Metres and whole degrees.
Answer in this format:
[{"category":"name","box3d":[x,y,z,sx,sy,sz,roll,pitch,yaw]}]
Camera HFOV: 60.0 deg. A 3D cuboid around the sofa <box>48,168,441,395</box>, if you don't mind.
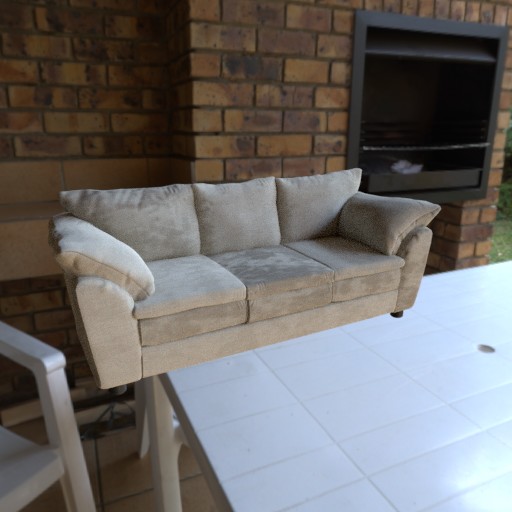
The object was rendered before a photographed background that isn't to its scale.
[{"category":"sofa","box3d":[0.000,0.000,2.824,2.377,0.981,0.893,-9,18,-28]}]
